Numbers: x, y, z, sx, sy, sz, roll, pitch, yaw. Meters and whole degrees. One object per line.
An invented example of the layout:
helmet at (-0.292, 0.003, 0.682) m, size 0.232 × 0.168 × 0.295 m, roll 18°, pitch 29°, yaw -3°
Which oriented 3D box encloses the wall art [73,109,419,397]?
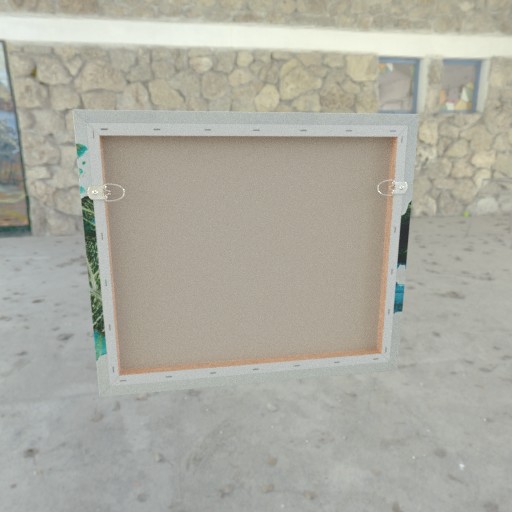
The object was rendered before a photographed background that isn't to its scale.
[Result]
wall art at (0.000, 0.000, 0.987) m, size 0.711 × 0.610 × 0.043 m, roll -2°, pitch 14°, yaw -10°
